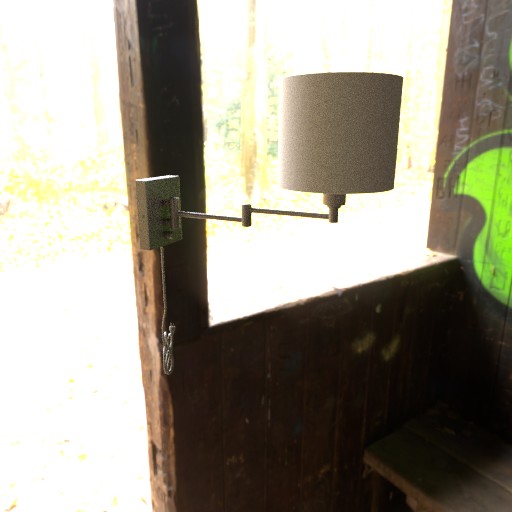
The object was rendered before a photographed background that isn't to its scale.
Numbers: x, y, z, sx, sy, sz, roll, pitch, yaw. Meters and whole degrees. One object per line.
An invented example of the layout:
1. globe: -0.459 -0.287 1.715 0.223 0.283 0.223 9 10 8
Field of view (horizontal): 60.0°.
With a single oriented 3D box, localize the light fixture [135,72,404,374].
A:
1. light fixture: 0.000 0.000 0.896 0.516 0.651 0.203 8 17 25
